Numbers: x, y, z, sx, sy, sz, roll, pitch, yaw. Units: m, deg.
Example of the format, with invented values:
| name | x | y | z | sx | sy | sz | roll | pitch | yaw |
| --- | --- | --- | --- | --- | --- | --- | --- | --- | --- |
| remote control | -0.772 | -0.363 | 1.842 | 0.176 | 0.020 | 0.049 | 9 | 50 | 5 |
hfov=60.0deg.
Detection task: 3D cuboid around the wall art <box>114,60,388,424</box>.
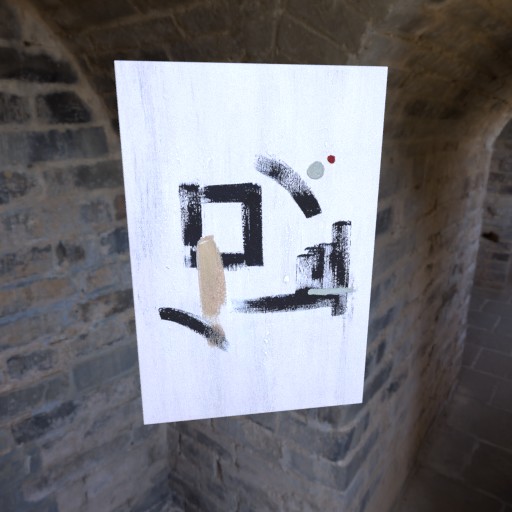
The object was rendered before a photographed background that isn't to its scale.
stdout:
| name | x | y | z | sx | sy | sz | roll | pitch | yaw |
| --- | --- | --- | --- | --- | --- | --- | --- | --- | --- |
| wall art | 0.000 | 0.000 | 1.146 | 0.624 | 0.914 | 0.043 | -3 | 16 | -9 |
